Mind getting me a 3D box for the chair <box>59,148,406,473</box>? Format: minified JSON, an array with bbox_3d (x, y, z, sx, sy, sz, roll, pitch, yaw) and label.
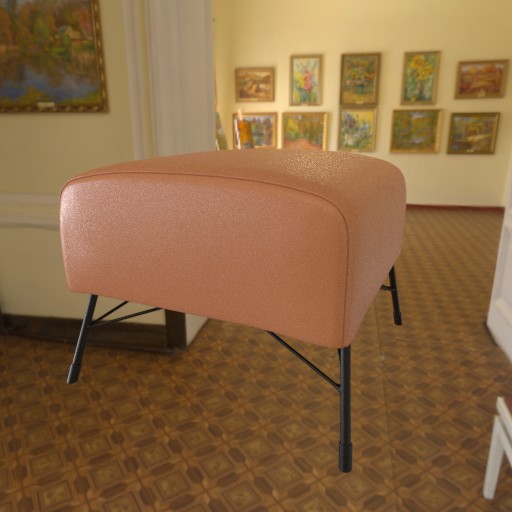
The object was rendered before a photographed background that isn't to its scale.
[{"bbox_3d":[0.000,0.000,0.880,0.530,0.410,0.530,8,18,24],"label":"chair"}]
